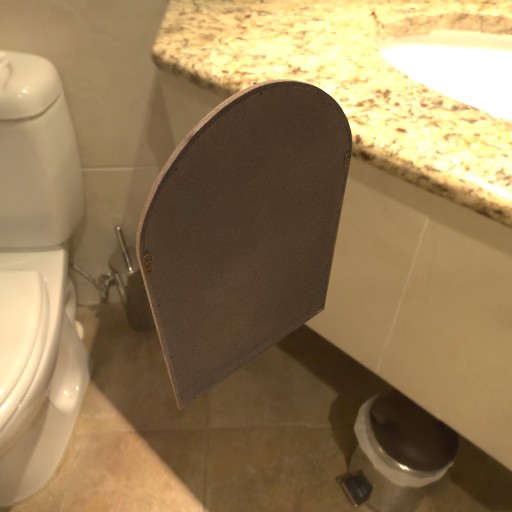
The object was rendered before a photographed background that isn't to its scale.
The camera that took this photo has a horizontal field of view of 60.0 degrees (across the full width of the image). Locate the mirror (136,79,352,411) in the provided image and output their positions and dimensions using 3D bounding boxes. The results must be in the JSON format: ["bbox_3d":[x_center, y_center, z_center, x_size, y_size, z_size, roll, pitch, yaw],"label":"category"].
[{"bbox_3d":[0.000,0.000,1.152,0.609,0.915,0.032,-30,52,-26],"label":"mirror"}]
